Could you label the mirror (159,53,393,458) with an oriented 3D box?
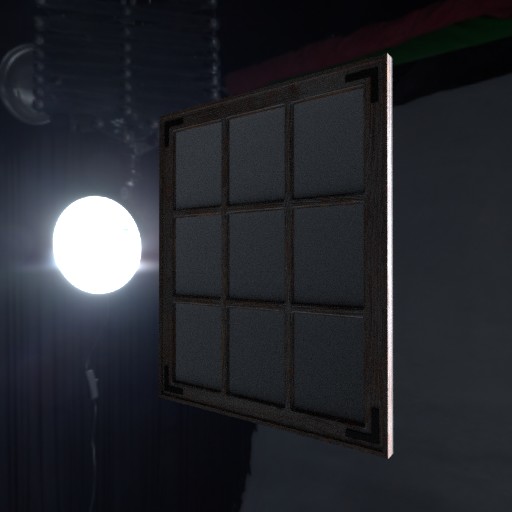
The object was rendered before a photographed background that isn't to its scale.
[{"bbox_3d":[0.000,0.000,1.191,0.730,0.882,0.032,0,0,36],"label":"mirror"}]
